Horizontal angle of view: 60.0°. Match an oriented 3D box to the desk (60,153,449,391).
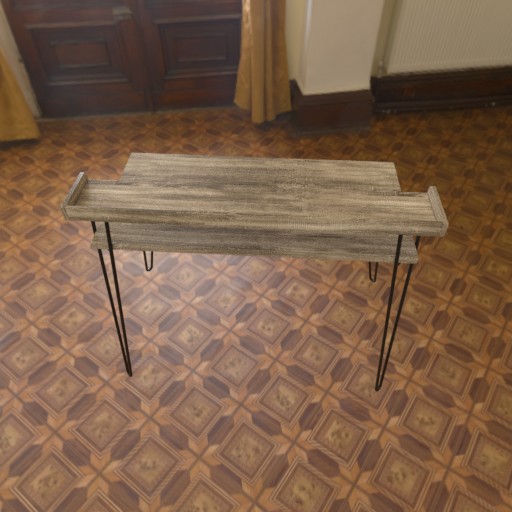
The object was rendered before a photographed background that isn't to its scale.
[{"bbox_3d":[0.000,0.000,1.683,1.135,0.899,0.605,3,47,3],"label":"desk"}]
